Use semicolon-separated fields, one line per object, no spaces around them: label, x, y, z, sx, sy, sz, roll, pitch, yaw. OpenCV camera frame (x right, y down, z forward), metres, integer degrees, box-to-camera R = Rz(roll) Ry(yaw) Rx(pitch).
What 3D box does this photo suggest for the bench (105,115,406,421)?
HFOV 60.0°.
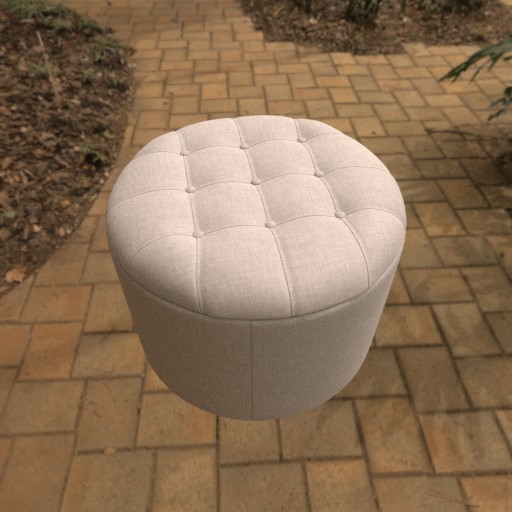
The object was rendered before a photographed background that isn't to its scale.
bench;0.000;0.000;1.014;0.600;0.453;0.600;0;46;0
